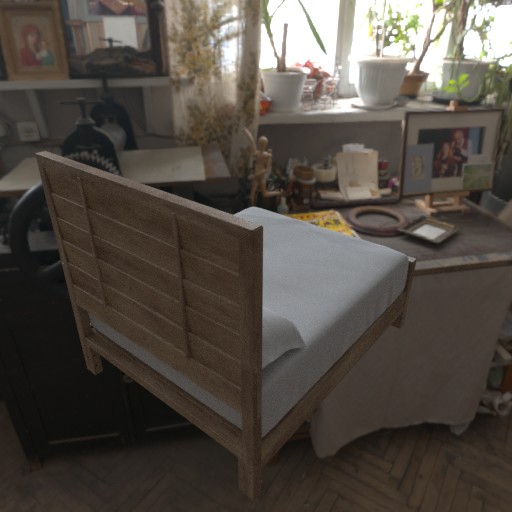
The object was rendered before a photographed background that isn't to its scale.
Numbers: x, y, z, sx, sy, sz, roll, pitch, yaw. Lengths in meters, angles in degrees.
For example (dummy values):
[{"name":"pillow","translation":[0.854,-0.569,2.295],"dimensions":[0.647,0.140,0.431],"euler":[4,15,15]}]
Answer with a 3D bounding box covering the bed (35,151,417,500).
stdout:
[{"name":"bed","translation":[0.000,0.000,3.152],"dimensions":[1.615,1.631,2.017],"euler":[22,35,34]}]
